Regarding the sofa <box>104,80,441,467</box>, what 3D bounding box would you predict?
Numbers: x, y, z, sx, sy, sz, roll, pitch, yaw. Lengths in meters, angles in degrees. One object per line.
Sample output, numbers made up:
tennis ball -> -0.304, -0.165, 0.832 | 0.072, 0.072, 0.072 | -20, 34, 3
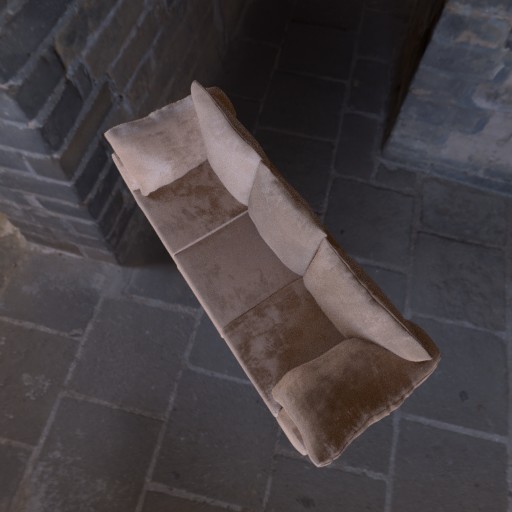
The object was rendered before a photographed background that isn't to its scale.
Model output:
sofa -> 0.000, 0.000, 2.814 | 0.893, 0.981, 2.377 | -31, 68, -14
